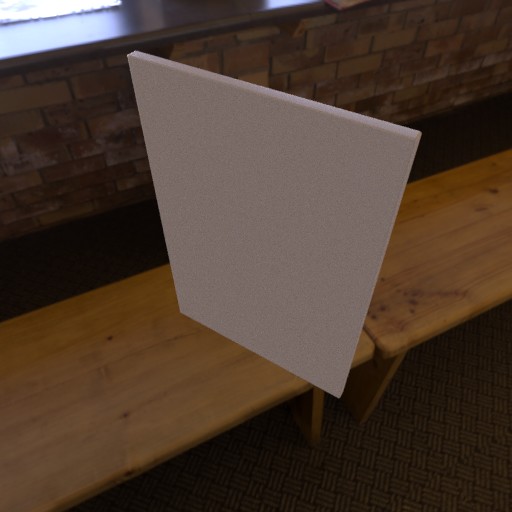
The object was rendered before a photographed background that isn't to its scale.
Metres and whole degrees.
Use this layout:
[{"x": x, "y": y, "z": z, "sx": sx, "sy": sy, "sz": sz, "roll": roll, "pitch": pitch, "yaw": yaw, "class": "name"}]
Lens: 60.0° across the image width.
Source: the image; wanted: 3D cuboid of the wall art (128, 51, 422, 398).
[{"x": 0.000, "y": 0.000, "z": 1.505, "sx": 0.808, "sy": 1.183, "sz": 0.038, "roll": 24, "pitch": 51, "yaw": 21, "class": "wall art"}]
